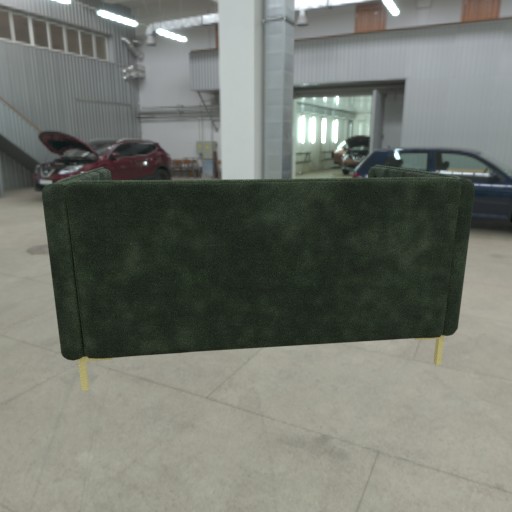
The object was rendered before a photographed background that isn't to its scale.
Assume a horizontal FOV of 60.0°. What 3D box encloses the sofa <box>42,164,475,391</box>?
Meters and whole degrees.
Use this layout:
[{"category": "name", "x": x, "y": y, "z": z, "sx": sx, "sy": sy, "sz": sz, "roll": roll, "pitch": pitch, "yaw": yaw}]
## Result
[{"category": "sofa", "x": 0.000, "y": 0.000, "z": 2.019, "sx": 1.537, "sy": 0.768, "sz": 0.895, "roll": -2, "pitch": 15, "yaw": -8}]
